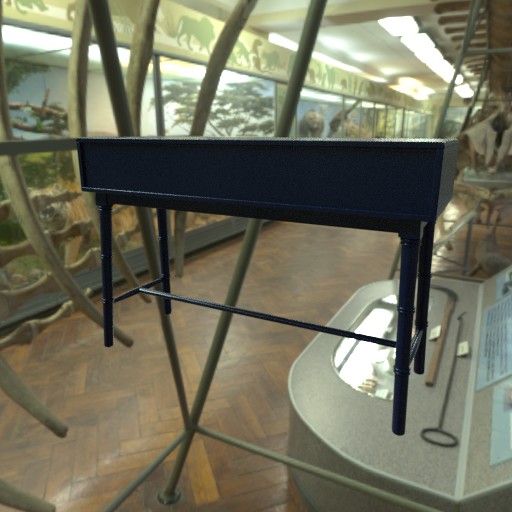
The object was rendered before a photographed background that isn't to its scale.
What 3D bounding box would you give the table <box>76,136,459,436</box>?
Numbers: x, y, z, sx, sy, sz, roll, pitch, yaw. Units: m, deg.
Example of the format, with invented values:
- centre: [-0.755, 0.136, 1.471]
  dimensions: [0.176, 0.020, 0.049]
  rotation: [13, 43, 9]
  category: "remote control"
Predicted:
- centre: [0.000, 0.000, 1.459]
  dimensions: [1.118, 0.749, 0.399]
  rotation: [8, 18, 27]
  category: "table"
